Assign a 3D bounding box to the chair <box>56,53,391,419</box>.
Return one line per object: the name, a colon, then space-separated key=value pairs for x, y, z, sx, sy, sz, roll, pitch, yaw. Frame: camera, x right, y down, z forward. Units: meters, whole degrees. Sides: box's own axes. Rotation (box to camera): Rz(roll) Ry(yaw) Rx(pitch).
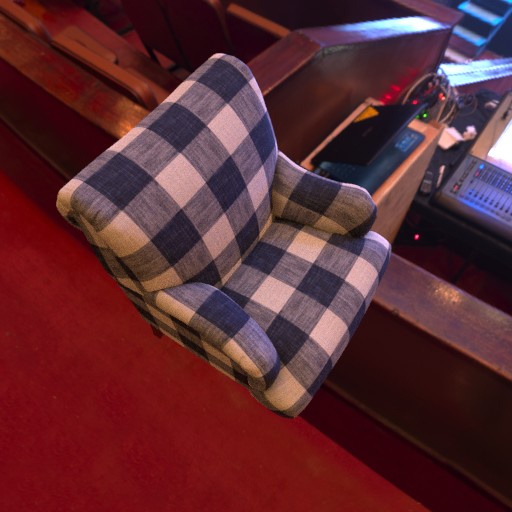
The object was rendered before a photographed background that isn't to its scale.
chair: x=0.000 y=0.000 z=1.589 sx=0.848 sy=0.953 sz=0.781 roll=29 pitch=63 yaw=17
